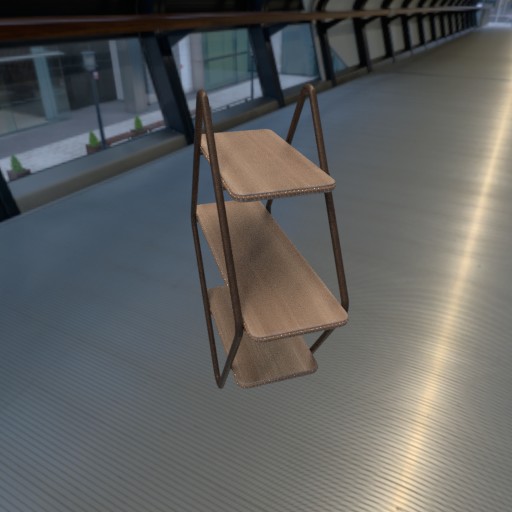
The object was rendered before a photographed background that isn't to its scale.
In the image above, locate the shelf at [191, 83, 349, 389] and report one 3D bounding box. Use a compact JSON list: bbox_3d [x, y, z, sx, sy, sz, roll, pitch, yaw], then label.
[{"bbox_3d":[0.000,0.000,1.066,0.234,0.774,0.609,-9,32,-14],"label":"shelf"}]
